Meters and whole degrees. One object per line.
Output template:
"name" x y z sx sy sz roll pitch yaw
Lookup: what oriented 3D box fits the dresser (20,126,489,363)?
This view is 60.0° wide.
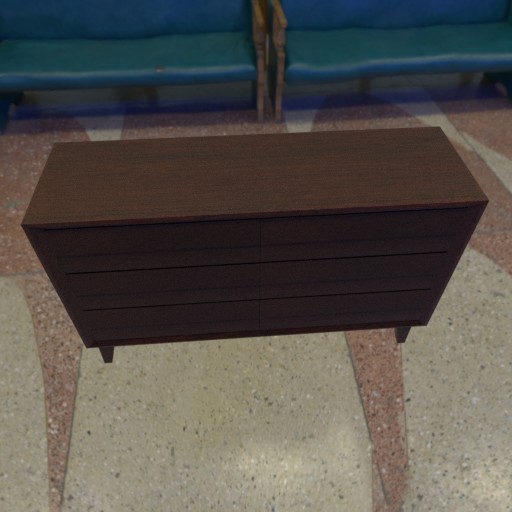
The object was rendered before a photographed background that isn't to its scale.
"dresser" 0.000 0.000 2.039 1.609 0.971 0.499 -3 47 -3
